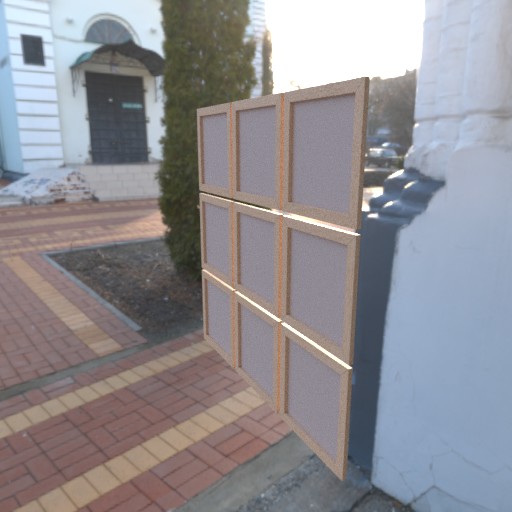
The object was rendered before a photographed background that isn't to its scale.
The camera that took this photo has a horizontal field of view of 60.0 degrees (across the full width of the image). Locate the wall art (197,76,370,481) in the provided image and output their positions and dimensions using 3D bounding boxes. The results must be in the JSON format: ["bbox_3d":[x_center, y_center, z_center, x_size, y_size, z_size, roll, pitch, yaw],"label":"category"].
[{"bbox_3d":[0.000,0.000,1.789,0.016,1.207,1.217,-7,16,-27],"label":"wall art"}]
